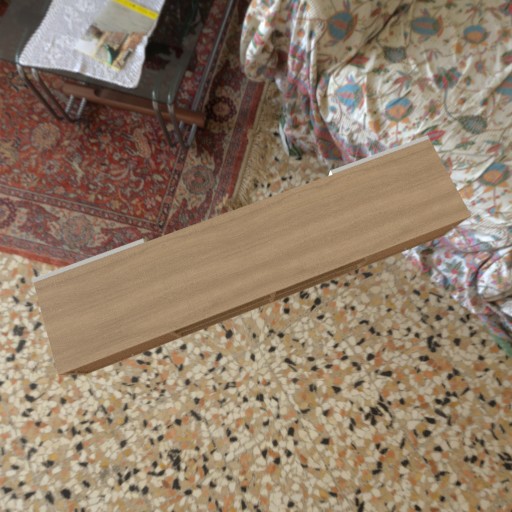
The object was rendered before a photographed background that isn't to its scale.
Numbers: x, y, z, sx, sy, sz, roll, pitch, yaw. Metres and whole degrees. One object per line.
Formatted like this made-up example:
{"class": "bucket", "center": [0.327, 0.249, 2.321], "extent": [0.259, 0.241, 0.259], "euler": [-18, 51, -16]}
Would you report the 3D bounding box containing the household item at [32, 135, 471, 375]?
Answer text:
{"class": "household item", "center": [0.000, 0.000, 2.044], "extent": [1.850, 0.310, 0.420], "euler": [-21, 76, -5]}
